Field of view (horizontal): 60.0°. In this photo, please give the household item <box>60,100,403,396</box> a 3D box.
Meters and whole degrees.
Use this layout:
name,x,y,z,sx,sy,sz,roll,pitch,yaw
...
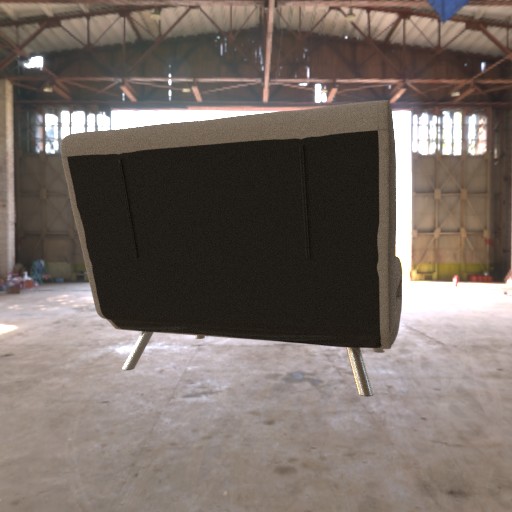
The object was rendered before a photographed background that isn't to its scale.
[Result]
name,x,y,z,sx,sy,sz,roll,pitch,yaw
household item,0.000,0.000,1.614,1.000,0.800,0.874,0,1,19
